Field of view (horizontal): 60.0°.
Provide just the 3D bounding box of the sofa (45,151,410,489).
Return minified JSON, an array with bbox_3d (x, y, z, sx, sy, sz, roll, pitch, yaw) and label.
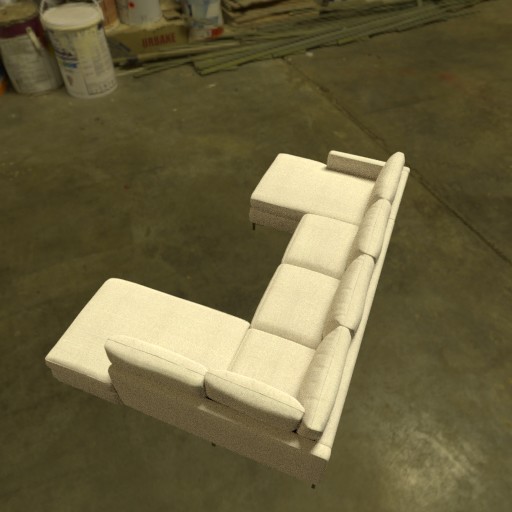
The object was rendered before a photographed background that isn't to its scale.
[{"bbox_3d":[0.000,0.000,3.463,1.879,0.756,2.737,17,50,15],"label":"sofa"}]
